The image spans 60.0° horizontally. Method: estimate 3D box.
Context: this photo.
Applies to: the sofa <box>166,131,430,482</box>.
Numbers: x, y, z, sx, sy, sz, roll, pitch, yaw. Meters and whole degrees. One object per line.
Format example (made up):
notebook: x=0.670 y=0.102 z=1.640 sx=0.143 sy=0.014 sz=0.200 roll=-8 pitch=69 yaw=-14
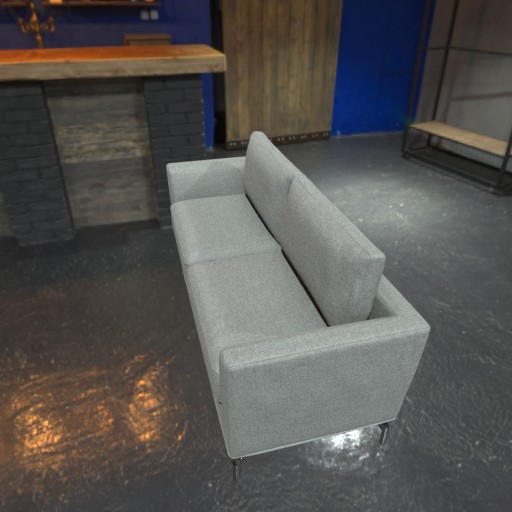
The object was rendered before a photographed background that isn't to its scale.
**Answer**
sofa: x=0.000 y=0.000 z=2.699 sx=0.869 sy=1.002 sz=2.212 roll=-8 pitch=32 yaw=-13
